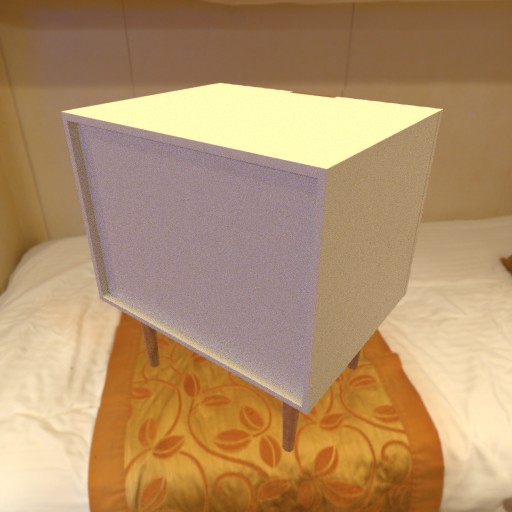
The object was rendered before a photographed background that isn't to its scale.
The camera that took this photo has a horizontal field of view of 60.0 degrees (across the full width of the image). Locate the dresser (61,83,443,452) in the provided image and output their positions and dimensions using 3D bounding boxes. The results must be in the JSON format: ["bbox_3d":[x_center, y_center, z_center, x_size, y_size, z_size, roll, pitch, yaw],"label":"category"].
[{"bbox_3d":[0.000,0.000,0.890,0.503,0.568,0.414,20,35,32],"label":"dresser"}]
